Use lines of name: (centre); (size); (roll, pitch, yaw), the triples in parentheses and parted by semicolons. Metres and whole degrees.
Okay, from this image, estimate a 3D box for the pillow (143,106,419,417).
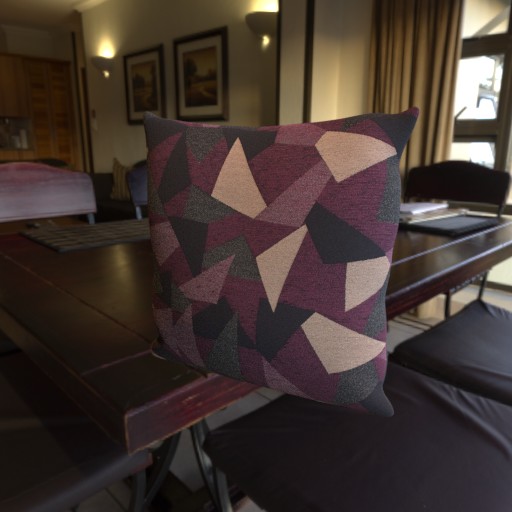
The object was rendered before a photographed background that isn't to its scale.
pillow: (0.000, 0.000, 0.775); (0.503, 0.496, 0.208); (7, 16, 26)
